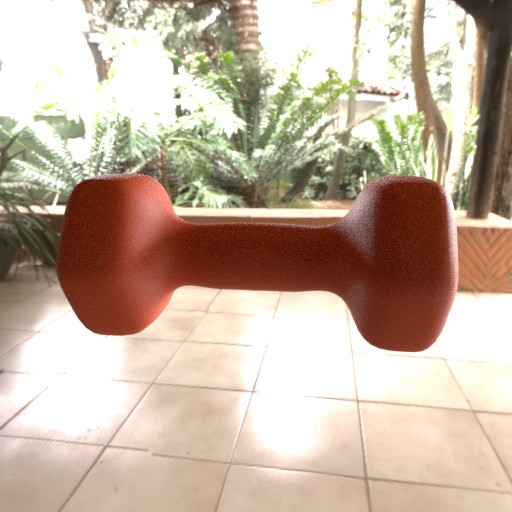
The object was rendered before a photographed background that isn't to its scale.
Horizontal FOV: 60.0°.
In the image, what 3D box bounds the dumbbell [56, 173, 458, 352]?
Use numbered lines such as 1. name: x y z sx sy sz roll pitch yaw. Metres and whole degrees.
1. dumbbell: 0.000 0.000 0.199 0.162 0.071 0.079 2 14 8
